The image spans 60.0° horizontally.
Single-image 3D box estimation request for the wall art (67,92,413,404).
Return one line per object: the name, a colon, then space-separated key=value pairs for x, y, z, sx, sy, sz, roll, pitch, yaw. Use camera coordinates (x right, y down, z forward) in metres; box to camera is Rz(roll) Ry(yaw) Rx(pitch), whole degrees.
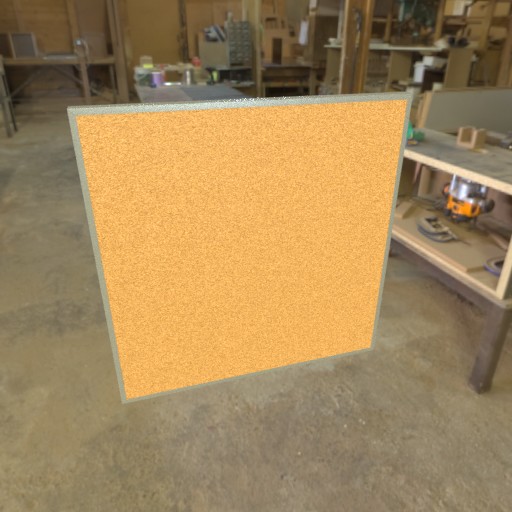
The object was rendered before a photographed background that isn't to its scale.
wall art: x=0.000 y=0.000 z=1.199 sx=0.809 sy=0.807 sz=0.038 roll=-8 pitch=28 yaw=-15
